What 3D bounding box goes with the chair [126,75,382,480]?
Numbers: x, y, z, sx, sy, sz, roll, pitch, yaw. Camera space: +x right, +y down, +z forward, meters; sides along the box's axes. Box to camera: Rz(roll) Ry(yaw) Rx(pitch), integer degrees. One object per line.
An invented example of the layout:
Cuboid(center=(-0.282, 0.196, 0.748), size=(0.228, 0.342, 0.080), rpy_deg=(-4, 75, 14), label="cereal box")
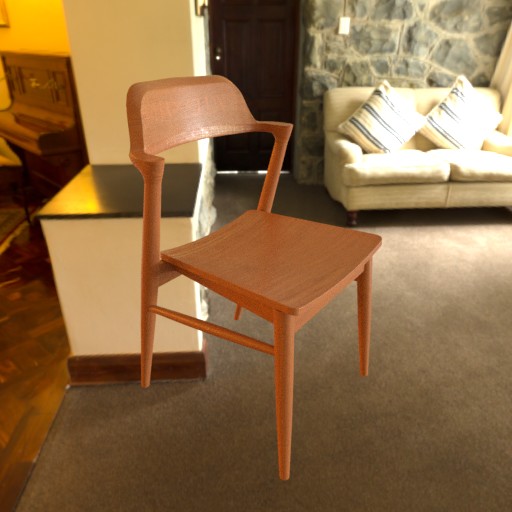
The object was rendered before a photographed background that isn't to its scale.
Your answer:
Cuboid(center=(0.000, 0.000, 1.101), size=(0.499, 0.801, 0.496), rpy_deg=(19, 32, 32), label="chair")
